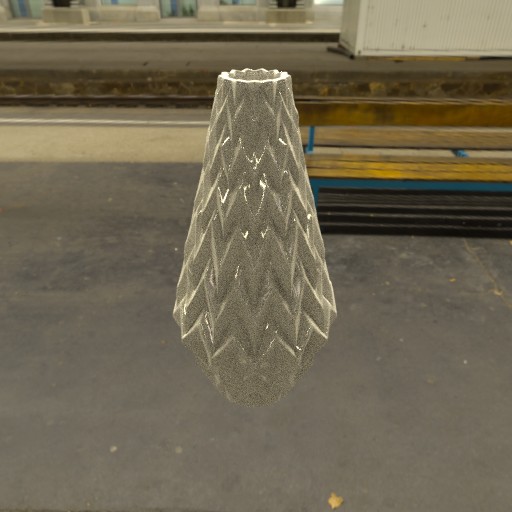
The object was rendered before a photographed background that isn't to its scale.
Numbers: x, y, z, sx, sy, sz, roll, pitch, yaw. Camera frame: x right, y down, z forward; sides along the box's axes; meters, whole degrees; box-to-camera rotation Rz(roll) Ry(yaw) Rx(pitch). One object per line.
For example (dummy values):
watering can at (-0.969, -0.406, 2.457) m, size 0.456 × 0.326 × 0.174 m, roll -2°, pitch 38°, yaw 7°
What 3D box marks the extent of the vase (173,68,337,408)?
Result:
vase at (0.000, 0.000, 0.426) m, size 0.167 × 0.328 × 0.167 m, roll 0°, pitch 32°, yaw 0°
